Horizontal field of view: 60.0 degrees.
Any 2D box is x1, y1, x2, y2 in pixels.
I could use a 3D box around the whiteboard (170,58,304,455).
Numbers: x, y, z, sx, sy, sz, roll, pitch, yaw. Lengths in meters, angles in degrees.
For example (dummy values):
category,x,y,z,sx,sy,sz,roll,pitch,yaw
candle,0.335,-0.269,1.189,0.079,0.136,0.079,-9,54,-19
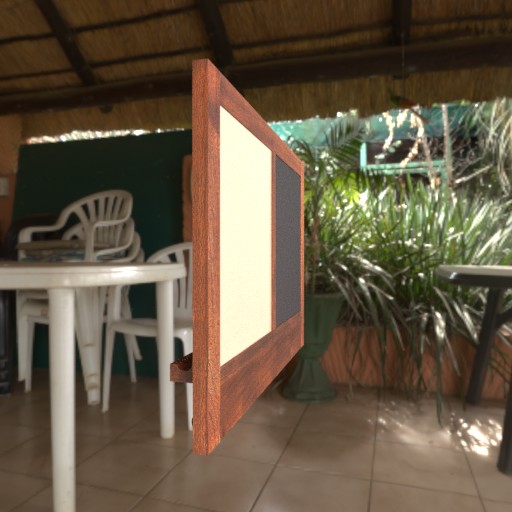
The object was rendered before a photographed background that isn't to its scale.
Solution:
category,x,y,z,sx,sy,sz,roll,pitch,yaw
whiteboard,0.000,0.000,0.995,0.083,0.553,0.768,0,1,16
